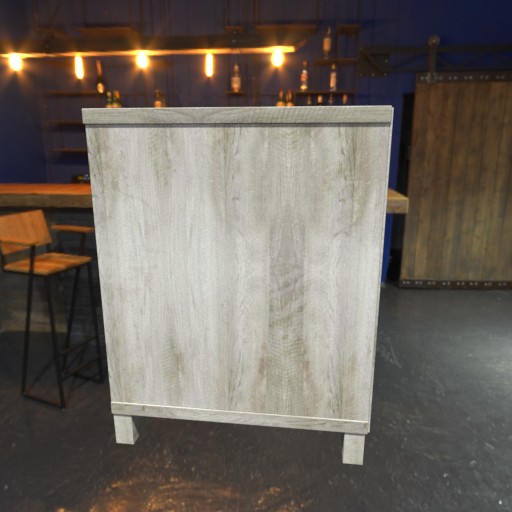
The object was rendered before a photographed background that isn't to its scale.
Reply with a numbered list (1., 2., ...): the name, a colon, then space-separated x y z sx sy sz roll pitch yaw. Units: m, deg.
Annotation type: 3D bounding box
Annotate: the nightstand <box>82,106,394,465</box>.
1. nightstand: 0.000 0.000 0.746 0.347 0.448 0.427 2 15 7
